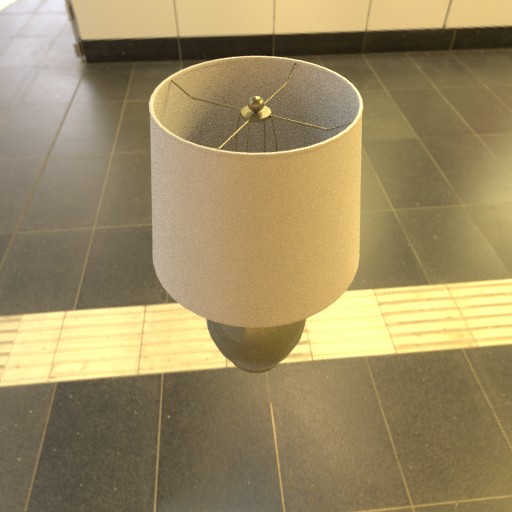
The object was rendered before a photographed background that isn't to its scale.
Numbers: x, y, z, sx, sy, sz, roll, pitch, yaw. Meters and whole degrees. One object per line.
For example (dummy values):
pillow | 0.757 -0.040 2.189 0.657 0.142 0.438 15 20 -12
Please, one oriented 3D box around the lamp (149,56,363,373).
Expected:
lamp | 0.000 0.000 0.535 0.239 0.399 0.239 0 45 0
